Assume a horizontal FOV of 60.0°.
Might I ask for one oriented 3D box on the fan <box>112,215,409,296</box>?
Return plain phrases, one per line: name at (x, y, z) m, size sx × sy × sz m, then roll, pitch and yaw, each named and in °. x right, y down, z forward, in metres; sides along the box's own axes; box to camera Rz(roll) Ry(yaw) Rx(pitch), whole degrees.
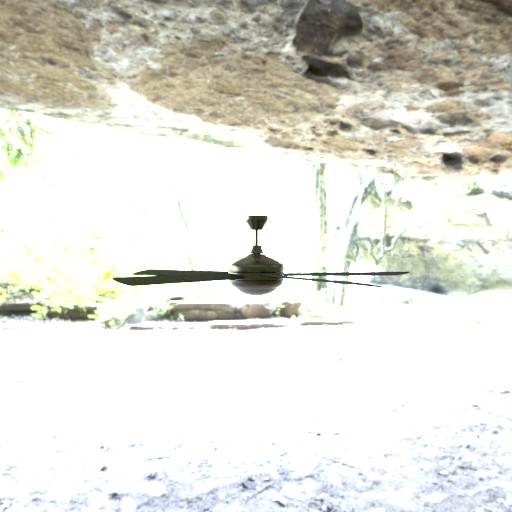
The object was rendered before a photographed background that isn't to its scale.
fan at (0.000, 0.000, 1.975) m, size 1.321 × 0.356 × 1.321 m, roll 0°, pitch 1°, yaw 36°
